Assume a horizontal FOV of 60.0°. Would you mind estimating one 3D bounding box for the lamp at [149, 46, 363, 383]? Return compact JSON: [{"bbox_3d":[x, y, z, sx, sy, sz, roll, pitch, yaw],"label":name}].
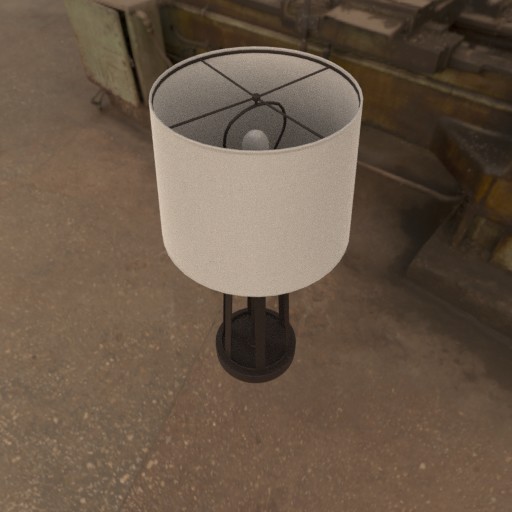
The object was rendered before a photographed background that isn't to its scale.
[{"bbox_3d":[0.000,0.000,0.649,0.251,0.509,0.251,0,48,0],"label":"lamp"}]
